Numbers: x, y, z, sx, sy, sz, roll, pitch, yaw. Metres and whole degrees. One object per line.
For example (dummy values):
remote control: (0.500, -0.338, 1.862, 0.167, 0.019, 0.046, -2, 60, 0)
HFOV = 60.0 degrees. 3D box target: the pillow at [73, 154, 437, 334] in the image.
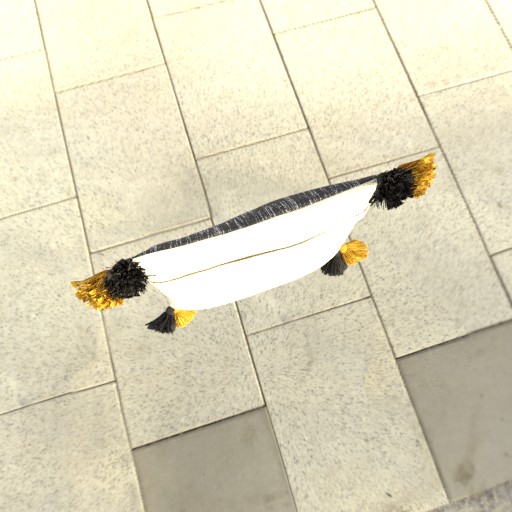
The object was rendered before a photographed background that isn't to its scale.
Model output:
pillow: (0.000, 0.000, 0.977, 0.654, 0.659, 0.139, -19, 76, -5)
